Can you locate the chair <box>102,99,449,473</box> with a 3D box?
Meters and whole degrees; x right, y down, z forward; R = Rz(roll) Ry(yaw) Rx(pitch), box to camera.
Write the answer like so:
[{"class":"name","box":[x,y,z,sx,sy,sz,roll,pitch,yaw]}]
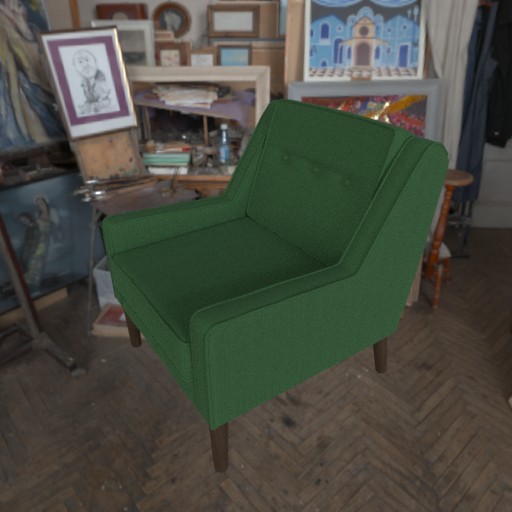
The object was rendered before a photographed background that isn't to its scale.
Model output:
[{"class":"chair","box":[0.000,0.000,1.321,0.743,0.792,0.663,-19,35,-30]}]
